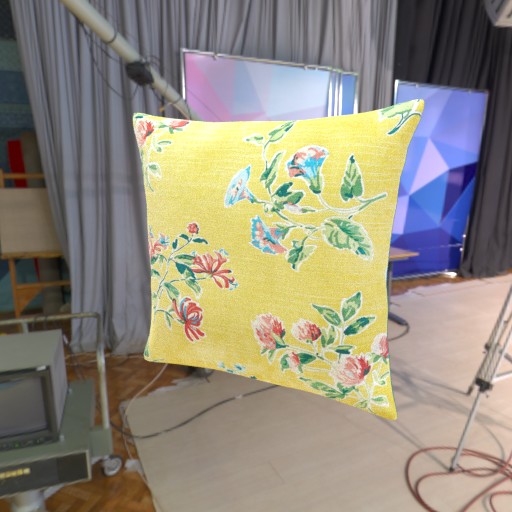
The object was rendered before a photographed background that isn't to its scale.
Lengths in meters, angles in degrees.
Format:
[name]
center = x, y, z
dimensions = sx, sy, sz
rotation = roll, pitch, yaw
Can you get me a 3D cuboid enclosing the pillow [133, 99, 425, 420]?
[pillow]
center = 0.000, 0.000, 0.791
dimensions = 0.525, 0.508, 0.166
rotation = 6, 15, 25
